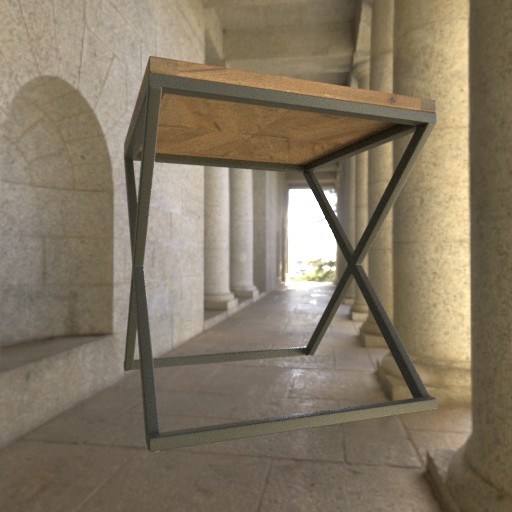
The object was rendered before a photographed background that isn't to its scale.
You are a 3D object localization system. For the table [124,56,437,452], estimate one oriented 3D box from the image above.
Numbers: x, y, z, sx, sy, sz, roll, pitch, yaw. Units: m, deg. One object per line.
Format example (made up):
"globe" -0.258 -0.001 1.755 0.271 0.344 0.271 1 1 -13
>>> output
"table" 0.000 0.000 0.926 0.499 0.550 0.498 0 0 -20
